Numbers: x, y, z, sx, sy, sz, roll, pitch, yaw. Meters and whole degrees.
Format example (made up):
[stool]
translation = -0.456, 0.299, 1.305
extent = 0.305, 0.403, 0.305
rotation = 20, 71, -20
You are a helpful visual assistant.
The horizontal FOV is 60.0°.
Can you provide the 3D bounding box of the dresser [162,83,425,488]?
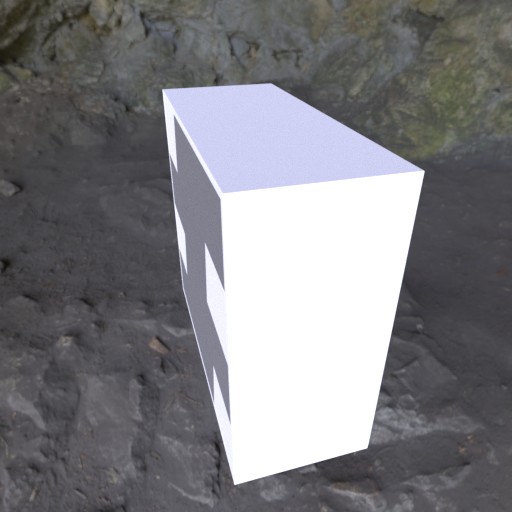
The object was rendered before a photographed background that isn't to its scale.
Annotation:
[dresser]
translation = 0.000, 0.000, 1.636
extent = 0.460, 1.000, 1.100
rotation = -9, 32, -14
